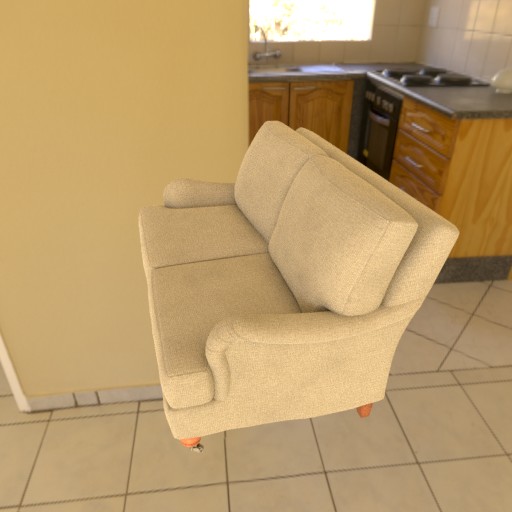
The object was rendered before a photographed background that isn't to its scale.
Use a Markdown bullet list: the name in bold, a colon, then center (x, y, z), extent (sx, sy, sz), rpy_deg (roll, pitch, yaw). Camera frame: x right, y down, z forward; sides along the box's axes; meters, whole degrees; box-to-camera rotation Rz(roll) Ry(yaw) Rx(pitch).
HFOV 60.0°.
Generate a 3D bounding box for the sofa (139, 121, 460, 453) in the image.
- **sofa**: center (0.000, 0.000, 2.196), extent (1.087, 0.999, 1.480), rpy_deg (-8, 31, -14)
